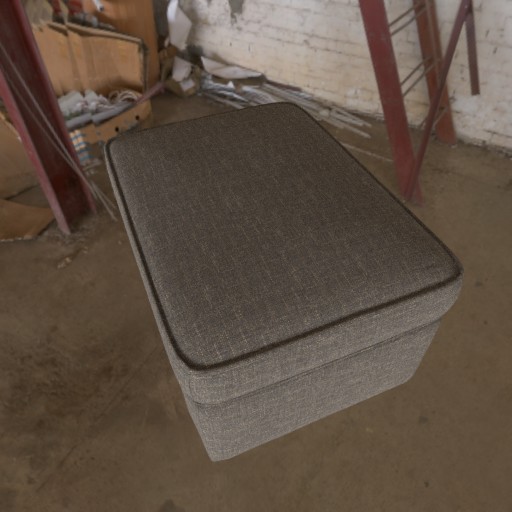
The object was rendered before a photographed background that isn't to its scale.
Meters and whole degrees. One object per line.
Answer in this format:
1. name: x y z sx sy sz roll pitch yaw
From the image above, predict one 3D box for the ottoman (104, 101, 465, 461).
1. ottoman: 0.000 0.000 1.073 0.549 0.450 0.749 -17 48 -16
